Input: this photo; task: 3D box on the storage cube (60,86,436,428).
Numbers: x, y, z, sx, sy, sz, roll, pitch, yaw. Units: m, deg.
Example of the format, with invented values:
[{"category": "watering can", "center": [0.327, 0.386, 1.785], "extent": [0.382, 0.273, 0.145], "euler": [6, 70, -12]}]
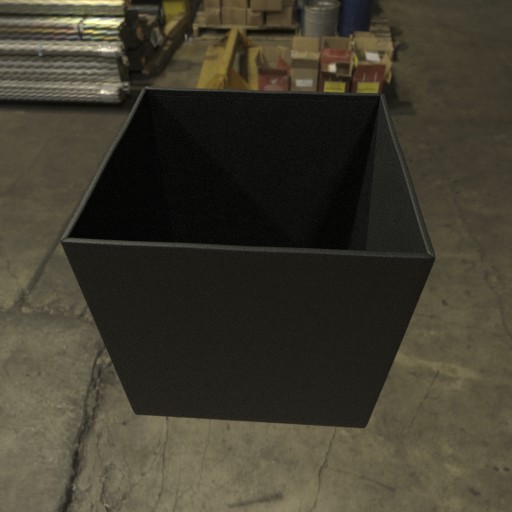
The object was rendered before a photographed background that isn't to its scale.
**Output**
[{"category": "storage cube", "center": [0.000, 0.000, 0.501], "extent": [0.270, 0.280, 0.270], "euler": [3, 45, 2]}]
